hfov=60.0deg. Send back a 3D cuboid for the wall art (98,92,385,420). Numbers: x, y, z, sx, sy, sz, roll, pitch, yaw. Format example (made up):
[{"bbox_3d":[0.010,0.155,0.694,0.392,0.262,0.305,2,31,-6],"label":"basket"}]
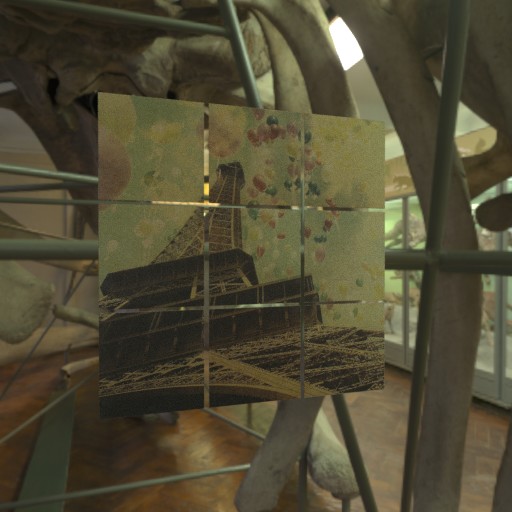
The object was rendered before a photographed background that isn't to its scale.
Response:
[{"bbox_3d":[0.000,0.000,2.265,1.517,1.505,0.002,0,1,-17],"label":"wall art"}]
